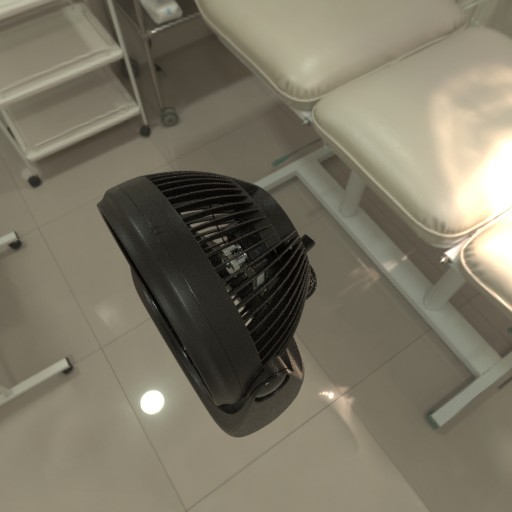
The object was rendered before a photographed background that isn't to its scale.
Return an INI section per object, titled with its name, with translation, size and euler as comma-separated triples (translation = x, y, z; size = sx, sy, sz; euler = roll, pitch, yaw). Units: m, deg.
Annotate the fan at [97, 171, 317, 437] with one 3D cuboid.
[fan]
translation = 0.000, 0.000, 0.482
size = 0.256, 0.277, 0.273
euler = -31, 66, -15
